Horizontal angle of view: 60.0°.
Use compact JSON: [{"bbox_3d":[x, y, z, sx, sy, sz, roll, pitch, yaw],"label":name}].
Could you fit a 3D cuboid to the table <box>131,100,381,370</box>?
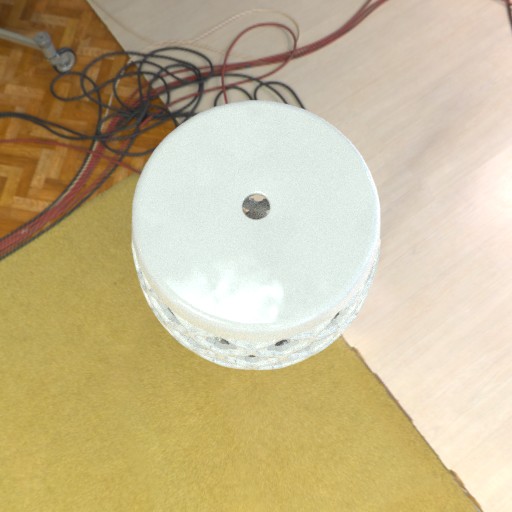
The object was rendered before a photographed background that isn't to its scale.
[{"bbox_3d":[0.000,0.000,0.647,0.325,0.388,0.325,0,74,0],"label":"table"}]
